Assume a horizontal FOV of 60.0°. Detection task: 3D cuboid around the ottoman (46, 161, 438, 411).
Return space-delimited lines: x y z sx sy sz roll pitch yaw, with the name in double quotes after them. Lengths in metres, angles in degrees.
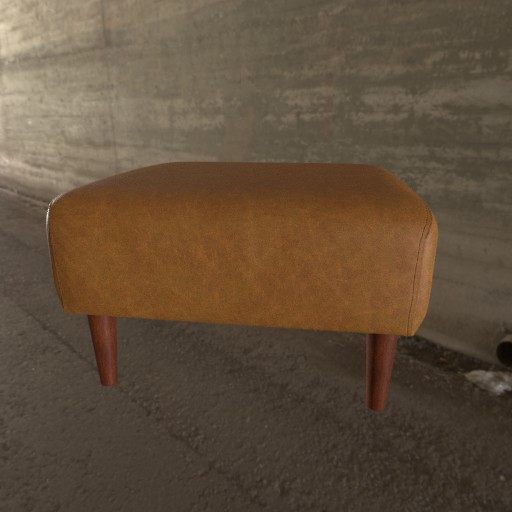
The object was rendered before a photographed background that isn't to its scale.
0.000 0.000 1.030 0.650 0.399 0.650 3 17 8 "ottoman"
